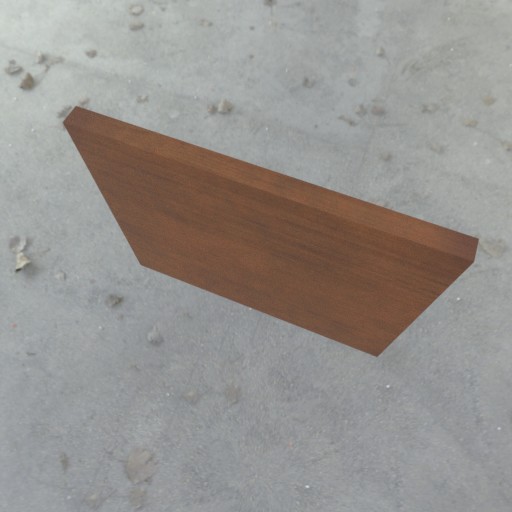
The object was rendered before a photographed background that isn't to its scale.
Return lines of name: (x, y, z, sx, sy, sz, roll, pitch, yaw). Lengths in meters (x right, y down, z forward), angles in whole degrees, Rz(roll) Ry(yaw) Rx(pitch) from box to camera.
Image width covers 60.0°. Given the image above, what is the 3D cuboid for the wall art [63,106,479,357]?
wall art: (0.000, 0.000, 0.770, 0.558, 0.457, 0.033, 20, 65, 10)
